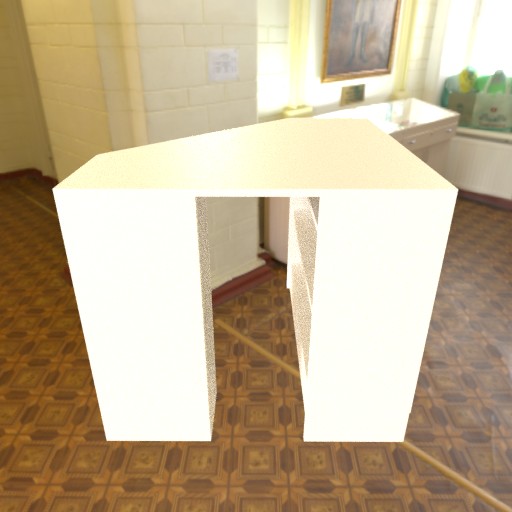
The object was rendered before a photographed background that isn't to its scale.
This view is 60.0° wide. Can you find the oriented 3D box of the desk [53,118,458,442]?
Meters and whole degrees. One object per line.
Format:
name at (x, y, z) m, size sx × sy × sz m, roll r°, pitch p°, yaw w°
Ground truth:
desk at (0.000, 0.000, 1.615) m, size 0.926 × 0.818 × 0.940 m, roll 0°, pitch 27°, yaw 0°
